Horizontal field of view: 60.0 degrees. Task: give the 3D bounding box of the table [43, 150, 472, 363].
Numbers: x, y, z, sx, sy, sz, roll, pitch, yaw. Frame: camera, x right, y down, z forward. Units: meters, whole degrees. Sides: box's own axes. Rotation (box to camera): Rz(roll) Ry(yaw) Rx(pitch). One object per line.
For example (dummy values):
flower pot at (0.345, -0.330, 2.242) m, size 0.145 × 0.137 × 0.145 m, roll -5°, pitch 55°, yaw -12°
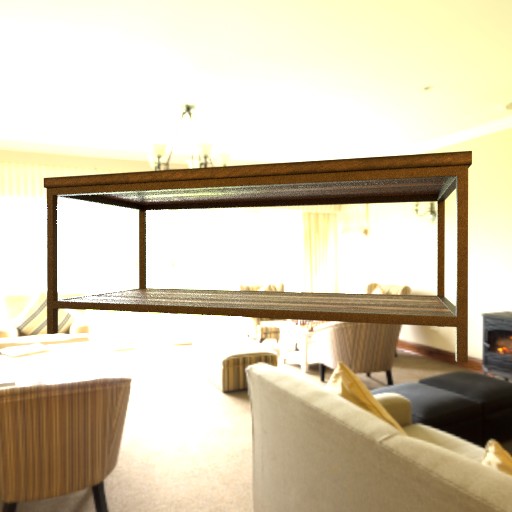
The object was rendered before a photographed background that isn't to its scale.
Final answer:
table at (0.000, 0.000, 1.193) m, size 0.990 × 0.399 × 0.452 m, roll 0°, pitch 0°, yaw 18°
